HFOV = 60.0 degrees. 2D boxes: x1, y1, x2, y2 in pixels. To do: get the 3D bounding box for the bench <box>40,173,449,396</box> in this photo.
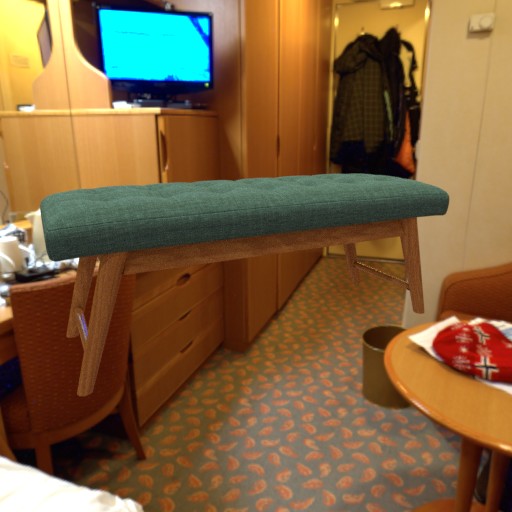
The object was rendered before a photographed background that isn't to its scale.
[{"bbox_3d":[0.000,0.000,1.319,1.118,0.432,0.406,-8,18,-25],"label":"bench"}]
